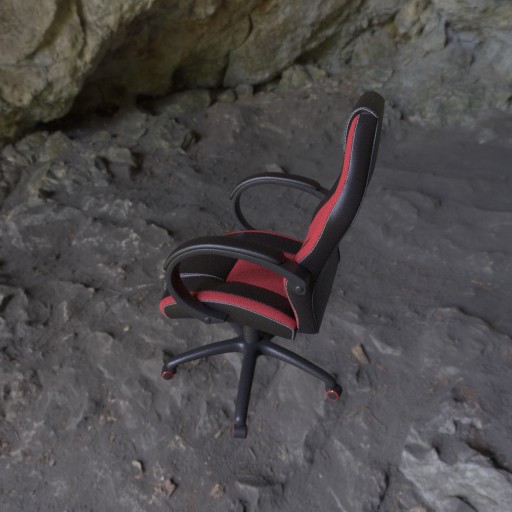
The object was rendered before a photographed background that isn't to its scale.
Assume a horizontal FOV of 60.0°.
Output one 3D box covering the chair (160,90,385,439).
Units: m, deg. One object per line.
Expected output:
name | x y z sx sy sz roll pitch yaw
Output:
chair | 0.000 0.000 1.680 0.783 1.189 0.750 9 31 15
